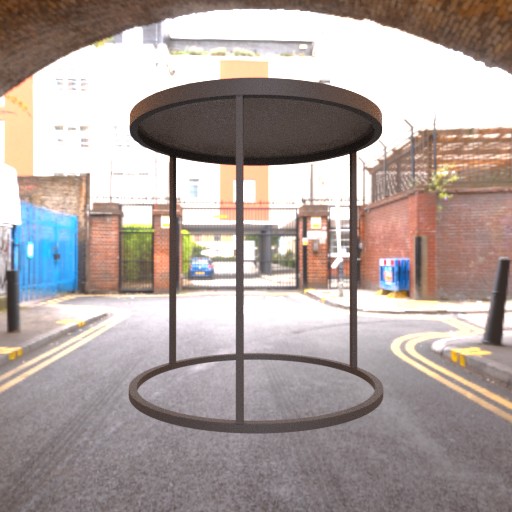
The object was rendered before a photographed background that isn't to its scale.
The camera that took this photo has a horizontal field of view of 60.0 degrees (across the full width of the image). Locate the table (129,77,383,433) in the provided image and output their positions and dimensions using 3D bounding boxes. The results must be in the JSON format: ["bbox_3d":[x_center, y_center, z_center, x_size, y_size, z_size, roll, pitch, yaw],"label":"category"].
[{"bbox_3d":[0.000,0.000,0.853,0.470,0.498,0.470,0,-1,0],"label":"table"}]
